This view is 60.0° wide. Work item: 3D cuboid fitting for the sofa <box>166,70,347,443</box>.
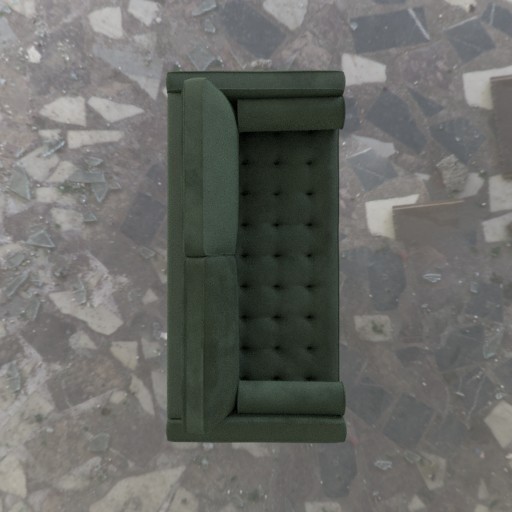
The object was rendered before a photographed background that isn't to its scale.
[{"bbox_3d":[0.000,0.000,2.382,0.916,0.772,1.880,0,90,1],"label":"sofa"}]
